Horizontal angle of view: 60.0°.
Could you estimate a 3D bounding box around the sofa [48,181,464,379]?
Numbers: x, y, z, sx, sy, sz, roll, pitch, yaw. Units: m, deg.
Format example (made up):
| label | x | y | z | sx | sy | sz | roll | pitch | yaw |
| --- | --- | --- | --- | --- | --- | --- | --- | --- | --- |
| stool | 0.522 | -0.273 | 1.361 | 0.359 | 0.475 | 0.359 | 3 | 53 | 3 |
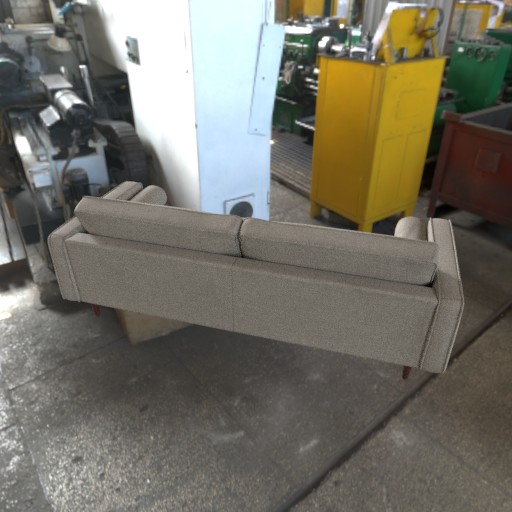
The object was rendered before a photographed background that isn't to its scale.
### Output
| label | x | y | z | sx | sy | sz | roll | pitch | yaw |
| --- | --- | --- | --- | --- | --- | --- | --- | --- | --- |
| sofa | 0.000 | 0.000 | 2.670 | 2.211 | 0.762 | 0.914 | 9 | 33 | 14 |
